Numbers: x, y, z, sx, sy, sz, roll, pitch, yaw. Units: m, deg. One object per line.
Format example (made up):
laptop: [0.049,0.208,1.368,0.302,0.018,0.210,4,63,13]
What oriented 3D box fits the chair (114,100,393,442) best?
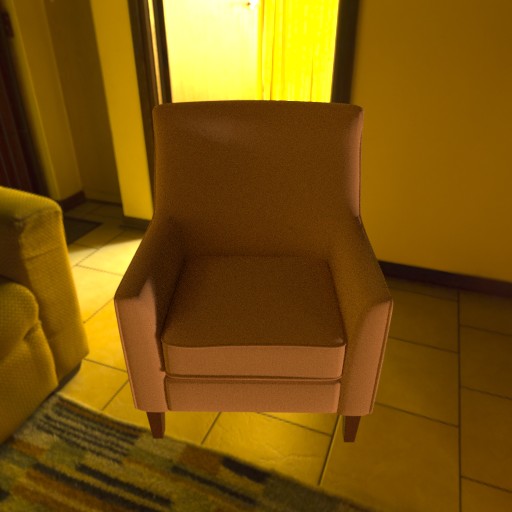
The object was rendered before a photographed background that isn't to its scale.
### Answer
chair: [0.000,0.000,1.558,0.756,0.916,0.879,1,30,1]
